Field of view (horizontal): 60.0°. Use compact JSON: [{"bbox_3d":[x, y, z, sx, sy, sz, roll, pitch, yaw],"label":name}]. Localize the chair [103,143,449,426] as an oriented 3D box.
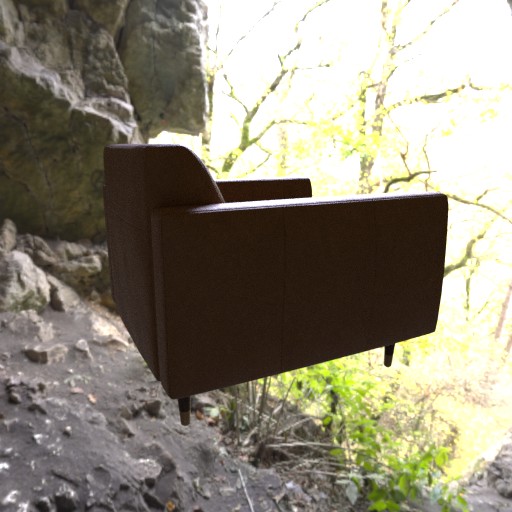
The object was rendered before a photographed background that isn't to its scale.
[{"bbox_3d":[0.000,0.000,1.670,0.998,0.819,0.953,-7,16,-26],"label":"chair"}]
